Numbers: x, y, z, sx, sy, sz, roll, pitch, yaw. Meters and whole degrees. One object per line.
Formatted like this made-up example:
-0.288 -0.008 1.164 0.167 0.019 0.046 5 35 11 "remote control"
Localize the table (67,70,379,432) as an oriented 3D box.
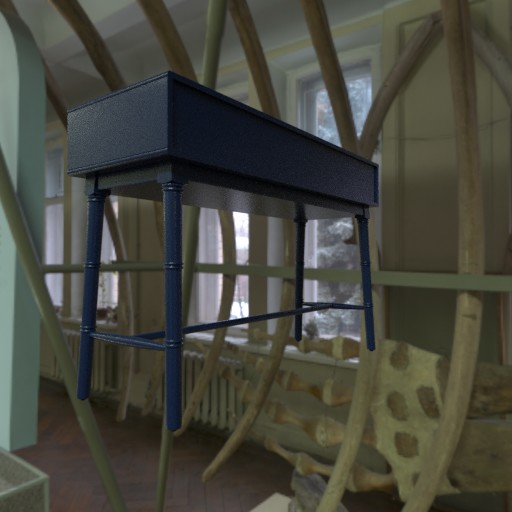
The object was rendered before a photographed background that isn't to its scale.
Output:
0.000 0.000 1.463 0.399 0.749 1.118 -1 -1 37 "table"
